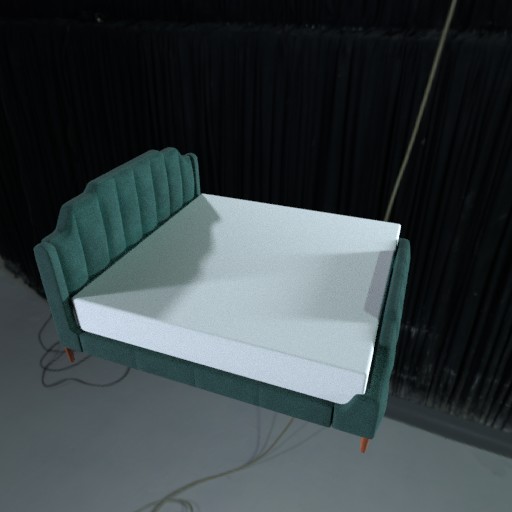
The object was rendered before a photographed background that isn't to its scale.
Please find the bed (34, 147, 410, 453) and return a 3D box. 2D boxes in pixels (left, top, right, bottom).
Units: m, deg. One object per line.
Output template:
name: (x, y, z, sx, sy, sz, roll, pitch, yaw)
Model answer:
bed: (0.000, 0.000, 3.554, 2.340, 1.245, 2.074, 11, 32, 18)
